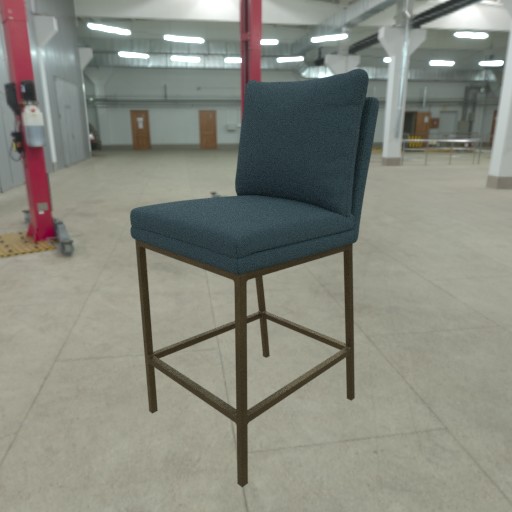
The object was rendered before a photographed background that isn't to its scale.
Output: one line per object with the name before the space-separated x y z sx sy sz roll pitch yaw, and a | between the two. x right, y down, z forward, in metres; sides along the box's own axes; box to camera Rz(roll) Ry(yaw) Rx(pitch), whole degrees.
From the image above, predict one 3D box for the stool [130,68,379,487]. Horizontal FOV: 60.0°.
stool | 0.000 0.000 1.320 0.568 1.032 0.463 -16 23 -42
